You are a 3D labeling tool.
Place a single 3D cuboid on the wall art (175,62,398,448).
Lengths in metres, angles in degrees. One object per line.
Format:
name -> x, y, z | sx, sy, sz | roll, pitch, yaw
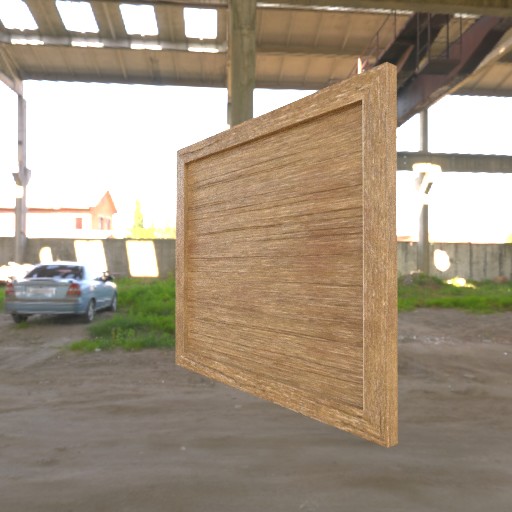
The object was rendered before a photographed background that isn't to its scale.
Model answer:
wall art -> 0.000, 0.000, 0.956 | 0.026, 0.588, 0.690 | 1, -1, -38
